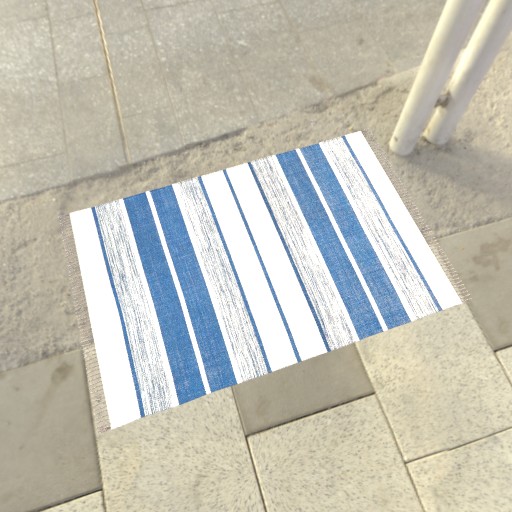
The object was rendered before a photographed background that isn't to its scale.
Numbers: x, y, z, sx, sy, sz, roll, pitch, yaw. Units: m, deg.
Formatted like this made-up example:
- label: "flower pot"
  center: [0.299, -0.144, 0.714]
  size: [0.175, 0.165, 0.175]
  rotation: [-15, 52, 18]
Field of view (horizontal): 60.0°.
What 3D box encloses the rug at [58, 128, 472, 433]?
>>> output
- label: "rug"
  center: [0.000, 0.000, 3.009]
  size: [2.441, 0.010, 1.532]
  rotation: [-18, 65, -8]
